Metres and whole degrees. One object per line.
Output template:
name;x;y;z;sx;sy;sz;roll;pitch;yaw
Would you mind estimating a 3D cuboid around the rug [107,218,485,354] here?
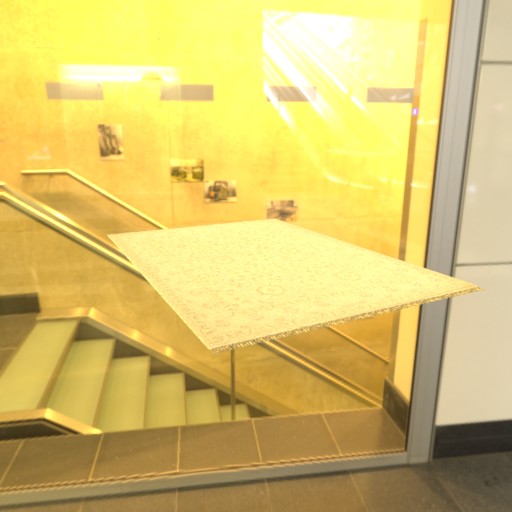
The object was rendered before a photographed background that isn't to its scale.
rug;0.000;0.000;2.911;1.514;0.011;2.233;-8;17;-26
